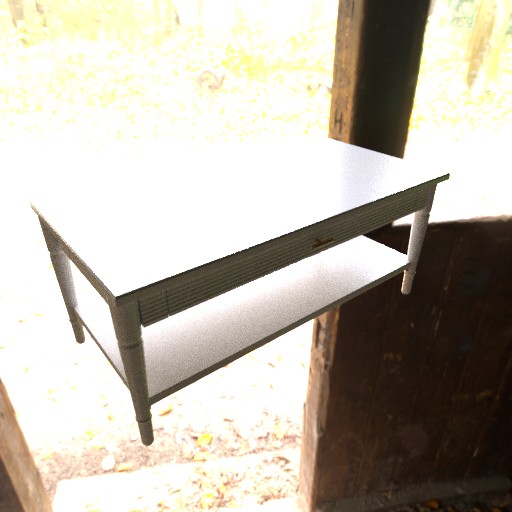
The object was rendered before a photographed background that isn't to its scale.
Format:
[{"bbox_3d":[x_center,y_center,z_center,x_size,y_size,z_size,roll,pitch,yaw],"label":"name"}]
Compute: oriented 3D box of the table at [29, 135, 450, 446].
[{"bbox_3d":[0.000,0.000,1.364,1.067,0.457,0.559,-21,36,-32],"label":"table"}]
